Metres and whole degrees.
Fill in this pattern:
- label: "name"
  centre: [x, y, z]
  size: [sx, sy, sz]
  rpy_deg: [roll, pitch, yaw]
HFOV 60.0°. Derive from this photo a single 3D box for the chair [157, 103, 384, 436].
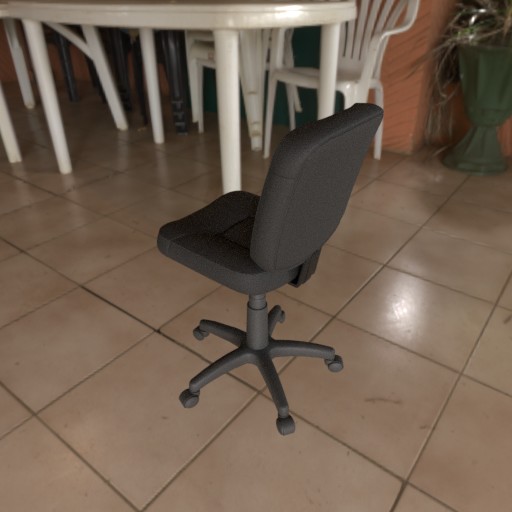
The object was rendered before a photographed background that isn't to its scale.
- label: "chair"
  centre: [0.000, 0.000, 1.405]
  size: [0.610, 0.972, 0.610]
  rpy_deg: [21, 37, 30]
